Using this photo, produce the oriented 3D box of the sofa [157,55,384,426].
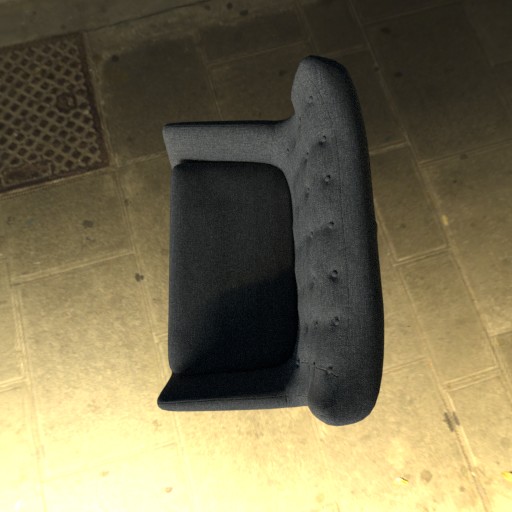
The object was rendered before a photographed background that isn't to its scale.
[{"bbox_3d":[0.000,0.000,2.027,0.874,1.028,1.358,-2,77,0],"label":"sofa"}]
